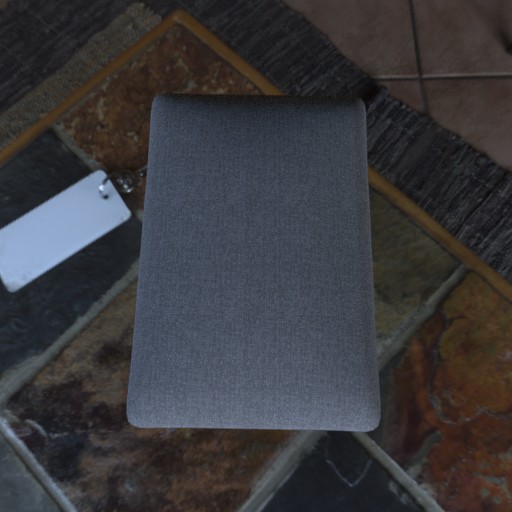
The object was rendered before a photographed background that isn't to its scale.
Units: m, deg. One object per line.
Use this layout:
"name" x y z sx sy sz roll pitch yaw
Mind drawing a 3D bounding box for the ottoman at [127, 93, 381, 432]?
"ottoman" 0.000 0.000 1.454 0.711 0.483 1.041 1 76 0
